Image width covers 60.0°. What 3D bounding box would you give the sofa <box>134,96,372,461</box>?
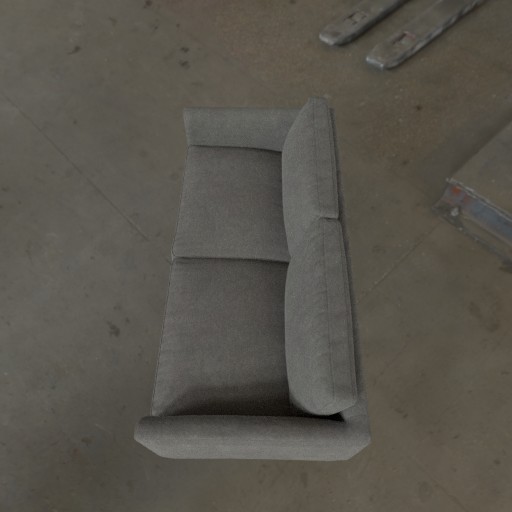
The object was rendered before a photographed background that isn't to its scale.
[{"bbox_3d":[0.000,0.000,2.762,1.092,0.838,2.257,1,58,1],"label":"sofa"}]
